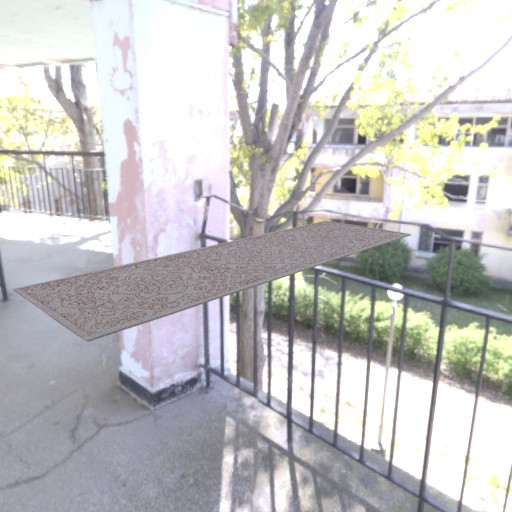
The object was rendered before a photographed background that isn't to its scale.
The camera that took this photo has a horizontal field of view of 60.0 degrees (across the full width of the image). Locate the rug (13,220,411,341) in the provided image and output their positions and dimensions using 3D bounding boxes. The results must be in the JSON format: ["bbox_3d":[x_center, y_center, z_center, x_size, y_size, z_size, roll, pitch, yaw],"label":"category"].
[{"bbox_3d":[0.000,0.000,2.639,0.769,0.012,2.448,14,21,43],"label":"rug"}]
